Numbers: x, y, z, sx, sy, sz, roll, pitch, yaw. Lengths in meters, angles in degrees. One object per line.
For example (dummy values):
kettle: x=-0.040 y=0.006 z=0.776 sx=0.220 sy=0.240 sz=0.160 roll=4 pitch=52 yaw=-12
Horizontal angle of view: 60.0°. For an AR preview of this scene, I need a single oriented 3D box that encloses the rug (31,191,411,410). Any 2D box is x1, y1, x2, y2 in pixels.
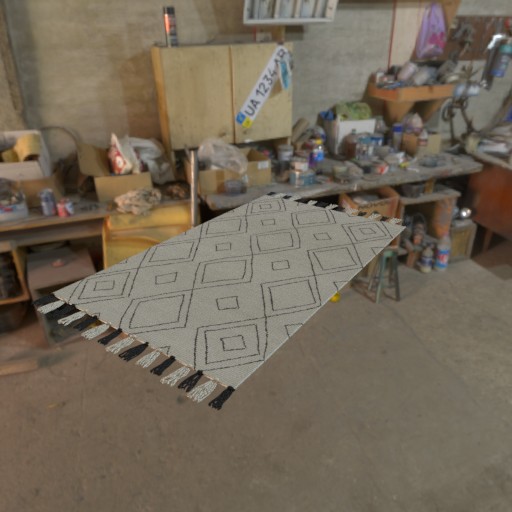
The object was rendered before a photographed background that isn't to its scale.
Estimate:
rug: x=0.000 y=0.000 z=3.357 sx=1.524 sy=0.021 sz=2.755 roll=18 pitch=31 yaw=31
